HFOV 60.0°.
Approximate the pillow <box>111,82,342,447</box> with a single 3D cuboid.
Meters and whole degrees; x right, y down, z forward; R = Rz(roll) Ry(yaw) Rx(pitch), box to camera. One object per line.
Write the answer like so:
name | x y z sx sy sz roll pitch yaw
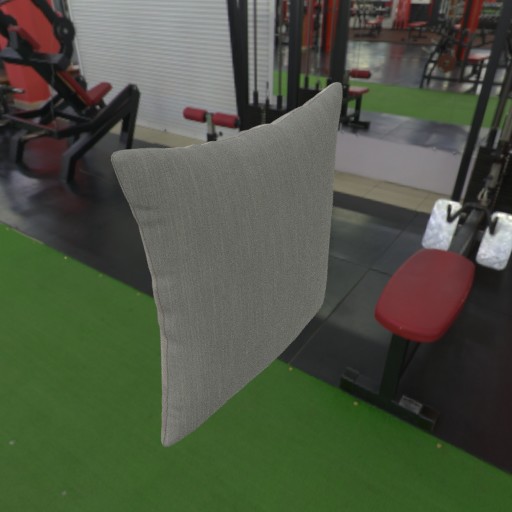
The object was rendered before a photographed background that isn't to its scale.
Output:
pillow | 0.000 0.000 0.782 0.161 0.509 0.511 22 38 31
